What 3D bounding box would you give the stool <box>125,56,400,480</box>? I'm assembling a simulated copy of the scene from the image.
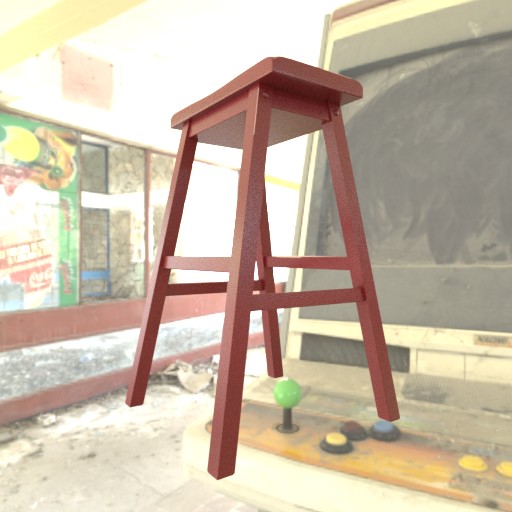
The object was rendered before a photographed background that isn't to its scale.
[{"bbox_3d":[0.000,0.000,1.051,0.476,0.737,0.457,0,0,-35],"label":"stool"}]
